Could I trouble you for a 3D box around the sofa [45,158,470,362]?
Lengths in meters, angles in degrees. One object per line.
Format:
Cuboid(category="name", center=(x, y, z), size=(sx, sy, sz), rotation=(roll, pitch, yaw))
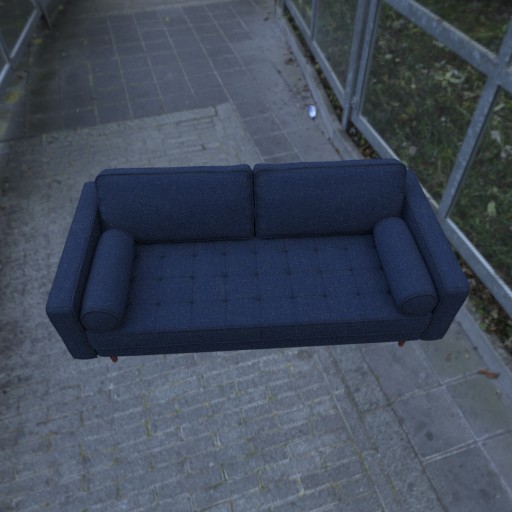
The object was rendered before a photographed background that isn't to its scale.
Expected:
Cuboid(category="sofa", center=(0.000, 0.000, 2.358), size=(1.880, 0.762, 0.914), rotation=(-3, 48, -2))
